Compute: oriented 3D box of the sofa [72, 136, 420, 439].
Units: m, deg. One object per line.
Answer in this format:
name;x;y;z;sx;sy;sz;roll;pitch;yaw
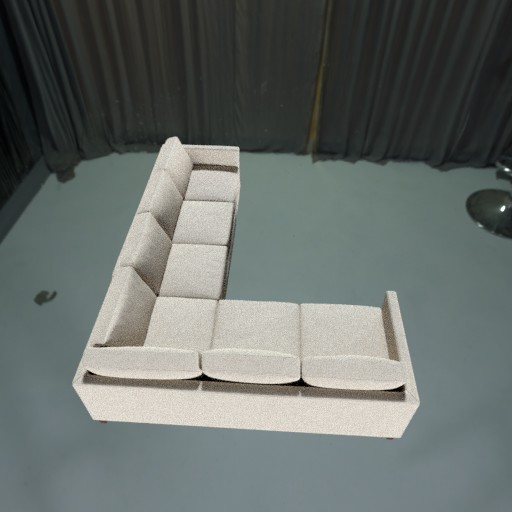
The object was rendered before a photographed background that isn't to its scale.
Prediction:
sofa;0.000;0.000;4.329;2.432;0.863;3.182;2;45;2
